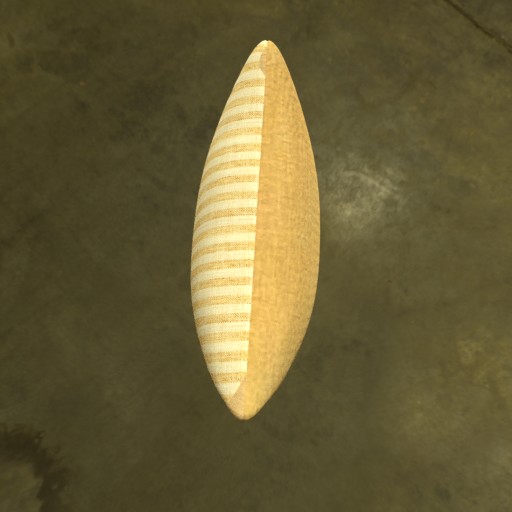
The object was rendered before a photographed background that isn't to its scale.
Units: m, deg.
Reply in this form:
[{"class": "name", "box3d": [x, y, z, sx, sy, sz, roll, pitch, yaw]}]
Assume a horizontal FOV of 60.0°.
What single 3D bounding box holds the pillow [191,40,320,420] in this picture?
[{"class": "pillow", "box3d": [0.000, 0.000, 0.646, 0.173, 0.407, 0.419, 3, 75, 1]}]
